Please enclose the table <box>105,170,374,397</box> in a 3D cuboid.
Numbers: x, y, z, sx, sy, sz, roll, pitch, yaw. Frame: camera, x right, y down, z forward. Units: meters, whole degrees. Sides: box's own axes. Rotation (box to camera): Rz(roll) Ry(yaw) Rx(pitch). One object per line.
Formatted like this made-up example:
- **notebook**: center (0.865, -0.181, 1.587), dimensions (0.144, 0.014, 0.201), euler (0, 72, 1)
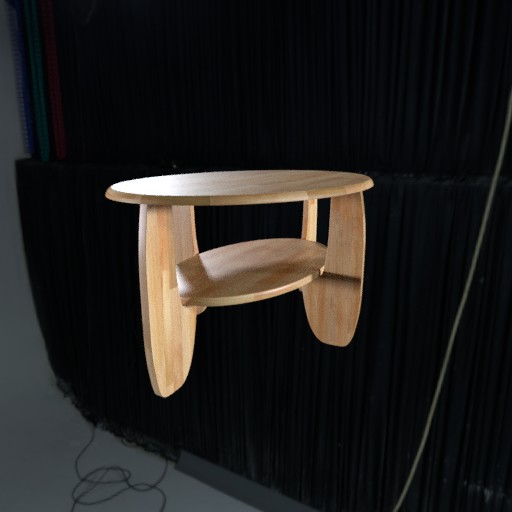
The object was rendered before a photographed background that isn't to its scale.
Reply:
- **table**: center (0.000, 0.000, 1.420), dimensions (0.690, 0.490, 1.040), euler (7, 16, 27)
